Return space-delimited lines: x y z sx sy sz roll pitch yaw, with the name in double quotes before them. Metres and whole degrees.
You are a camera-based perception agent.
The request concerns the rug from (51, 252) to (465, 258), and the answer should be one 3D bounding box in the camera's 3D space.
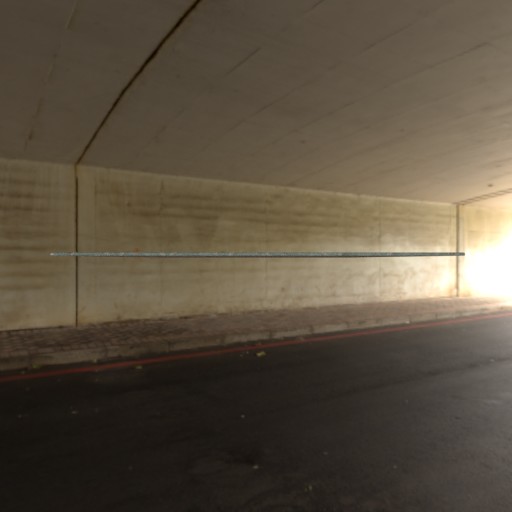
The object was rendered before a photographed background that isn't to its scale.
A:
"rug" 0.000 0.000 4.102 2.420 0.019 3.039 0 0 -1
